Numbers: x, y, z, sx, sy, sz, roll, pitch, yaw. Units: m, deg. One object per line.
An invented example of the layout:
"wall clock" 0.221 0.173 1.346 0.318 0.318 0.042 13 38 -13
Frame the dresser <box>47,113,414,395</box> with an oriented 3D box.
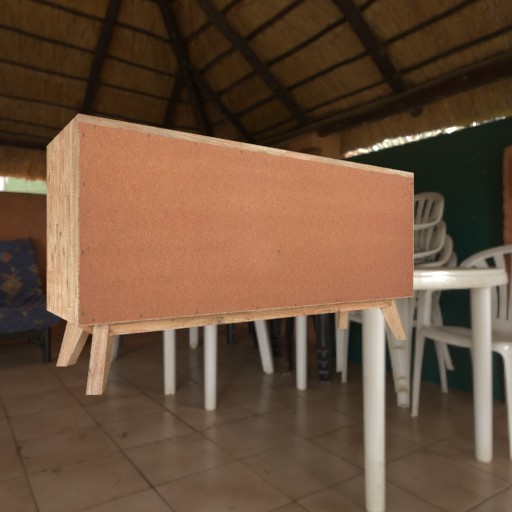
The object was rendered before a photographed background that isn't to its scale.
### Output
"dresser" 0.000 0.000 1.886 1.554 0.805 0.455 0 0 -35
